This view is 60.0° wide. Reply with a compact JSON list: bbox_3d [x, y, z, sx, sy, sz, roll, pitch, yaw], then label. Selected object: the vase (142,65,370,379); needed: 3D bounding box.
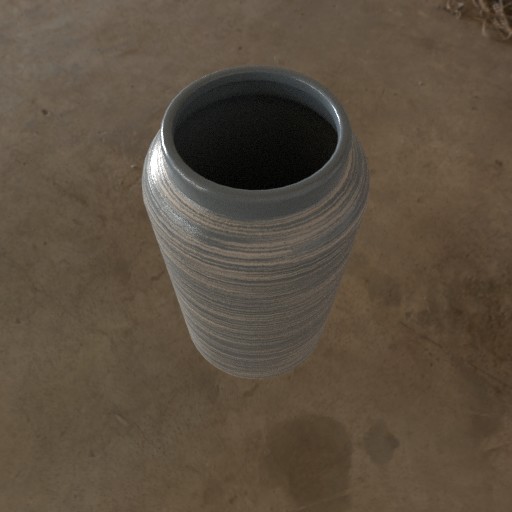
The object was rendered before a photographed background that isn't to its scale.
[{"bbox_3d":[0.000,0.000,0.297,0.116,0.230,0.116,0,59,0],"label":"vase"}]
